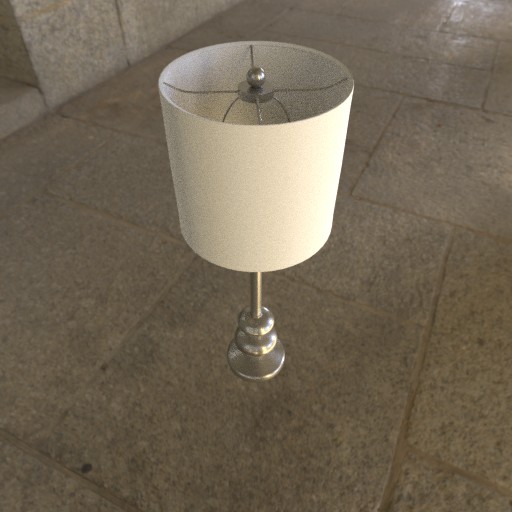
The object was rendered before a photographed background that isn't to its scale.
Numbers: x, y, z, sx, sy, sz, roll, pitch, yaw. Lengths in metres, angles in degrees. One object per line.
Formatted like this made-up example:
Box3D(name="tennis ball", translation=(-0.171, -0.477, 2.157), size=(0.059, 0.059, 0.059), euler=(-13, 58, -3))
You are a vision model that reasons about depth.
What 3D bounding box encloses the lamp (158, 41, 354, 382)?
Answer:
Box3D(name="lamp", translation=(0.000, 0.000, 0.815), size=(0.254, 0.690, 0.254), euler=(-2, 45, -2))
